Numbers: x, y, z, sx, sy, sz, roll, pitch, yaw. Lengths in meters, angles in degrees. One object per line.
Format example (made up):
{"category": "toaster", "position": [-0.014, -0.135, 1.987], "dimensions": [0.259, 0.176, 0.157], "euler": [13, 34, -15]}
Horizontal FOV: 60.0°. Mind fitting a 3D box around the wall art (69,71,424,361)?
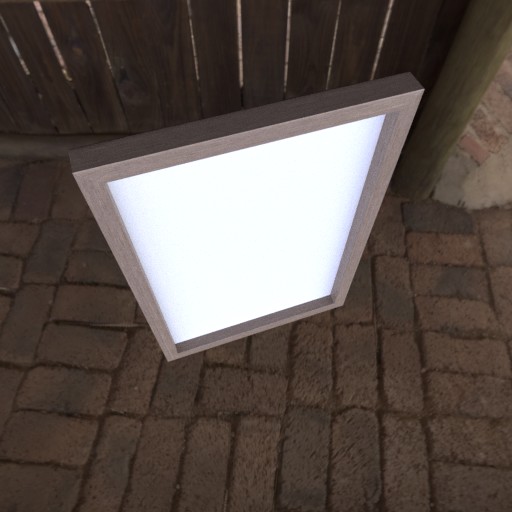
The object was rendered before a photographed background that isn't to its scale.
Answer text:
{"category": "wall art", "position": [0.000, 0.000, 0.651], "dimensions": [0.358, 0.510, 0.032], "euler": [-16, 59, -10]}
